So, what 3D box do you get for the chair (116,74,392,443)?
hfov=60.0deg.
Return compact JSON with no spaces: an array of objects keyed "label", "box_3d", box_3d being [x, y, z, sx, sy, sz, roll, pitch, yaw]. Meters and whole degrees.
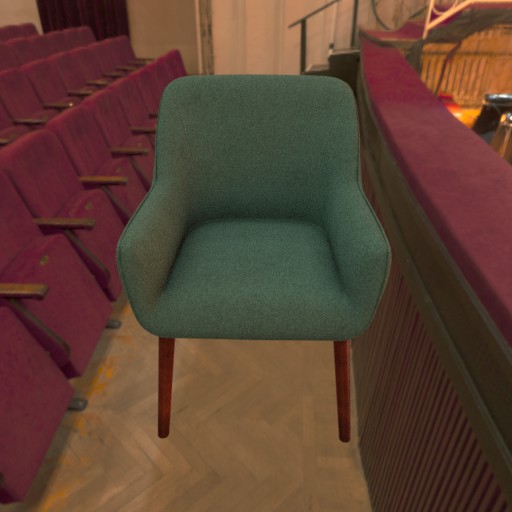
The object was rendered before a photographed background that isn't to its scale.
[{"label":"chair","box_3d":[0.000,0.000,1.138,0.543,0.803,0.519,1,31,1]}]
